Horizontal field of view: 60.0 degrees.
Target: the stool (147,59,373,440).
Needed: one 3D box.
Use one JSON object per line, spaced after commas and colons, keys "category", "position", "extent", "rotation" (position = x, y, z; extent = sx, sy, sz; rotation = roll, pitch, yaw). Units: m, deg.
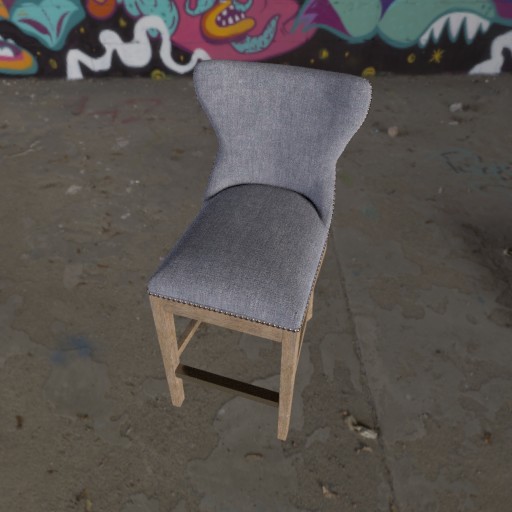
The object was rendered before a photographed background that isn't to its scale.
{"category": "stool", "position": [0.000, 0.000, 1.357], "extent": [0.498, 0.981, 0.608], "rotation": [13, 44, 13]}
